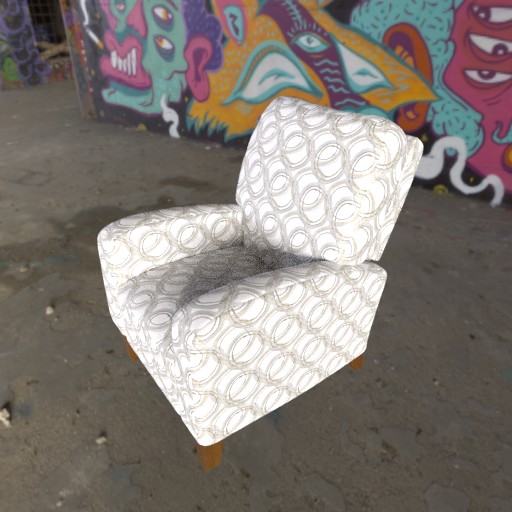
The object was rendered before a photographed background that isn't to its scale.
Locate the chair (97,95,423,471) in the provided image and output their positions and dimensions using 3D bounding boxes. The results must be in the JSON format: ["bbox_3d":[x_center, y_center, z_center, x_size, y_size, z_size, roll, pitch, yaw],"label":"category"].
[{"bbox_3d":[0.000,0.000,1.728,0.995,1.065,0.796,-20,36,-30],"label":"chair"}]
